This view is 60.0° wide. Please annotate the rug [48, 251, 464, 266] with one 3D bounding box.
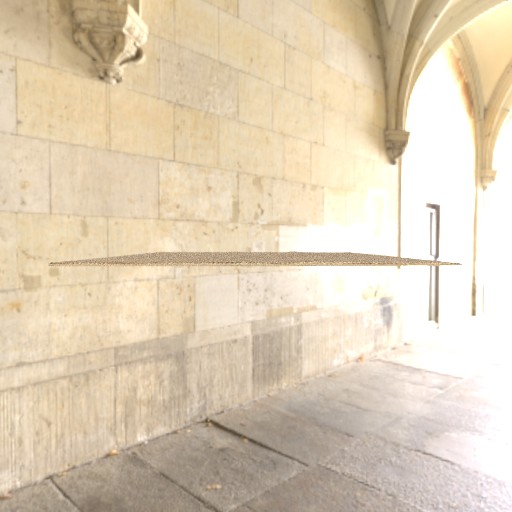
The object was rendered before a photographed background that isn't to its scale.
[{"bbox_3d":[0.000,0.000,4.092,2.429,0.030,3.052,0,2,0],"label":"rug"}]
